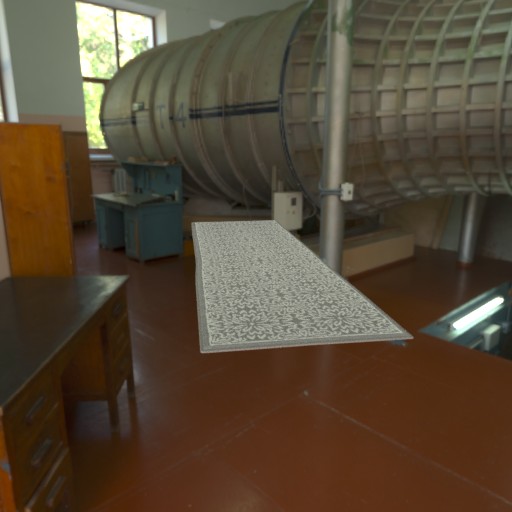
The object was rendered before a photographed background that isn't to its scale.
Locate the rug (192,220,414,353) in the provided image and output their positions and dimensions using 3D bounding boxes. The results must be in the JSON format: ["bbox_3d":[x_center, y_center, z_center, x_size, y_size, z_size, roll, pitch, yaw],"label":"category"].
[{"bbox_3d":[0.000,0.000,2.384,0.662,0.011,2.196,-2,14,-8],"label":"rug"}]
